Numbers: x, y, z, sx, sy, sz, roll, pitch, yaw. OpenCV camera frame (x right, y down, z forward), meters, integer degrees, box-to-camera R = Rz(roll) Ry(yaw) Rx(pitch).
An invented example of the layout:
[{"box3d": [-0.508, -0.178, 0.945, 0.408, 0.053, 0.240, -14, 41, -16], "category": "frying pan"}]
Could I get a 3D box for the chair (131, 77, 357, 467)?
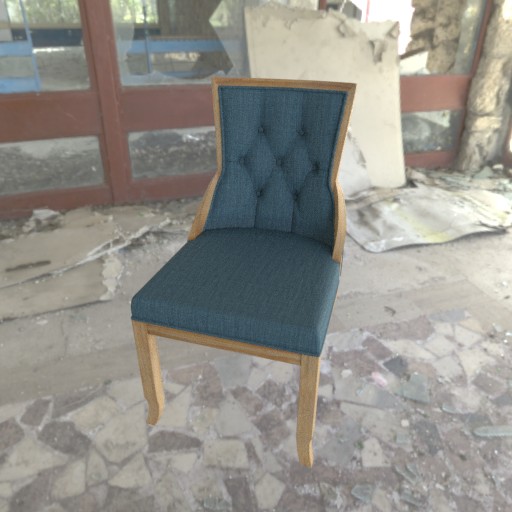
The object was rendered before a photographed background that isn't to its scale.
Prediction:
[{"box3d": [0.000, 0.000, 1.359, 0.524, 0.947, 0.641, 8, 30, 15], "category": "chair"}]
